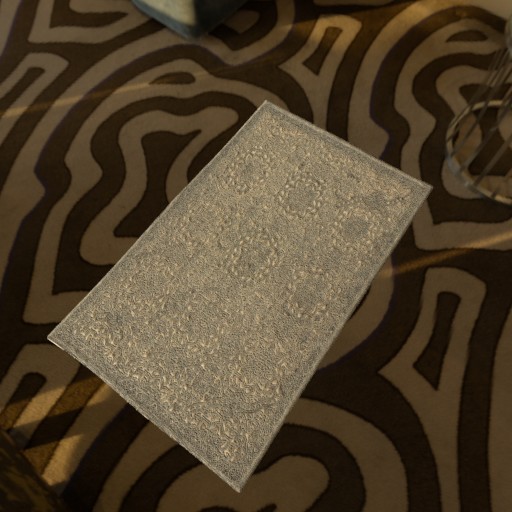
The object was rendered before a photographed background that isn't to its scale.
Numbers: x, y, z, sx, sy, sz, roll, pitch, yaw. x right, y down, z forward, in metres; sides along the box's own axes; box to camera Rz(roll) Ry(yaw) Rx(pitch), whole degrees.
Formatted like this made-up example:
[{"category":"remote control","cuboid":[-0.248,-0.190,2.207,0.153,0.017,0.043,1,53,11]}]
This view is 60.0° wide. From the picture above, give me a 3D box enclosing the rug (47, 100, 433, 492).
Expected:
[{"category":"rug","cuboid":[0.000,0.000,3.092,1.535,0.022,2.498,32,68,14]}]
